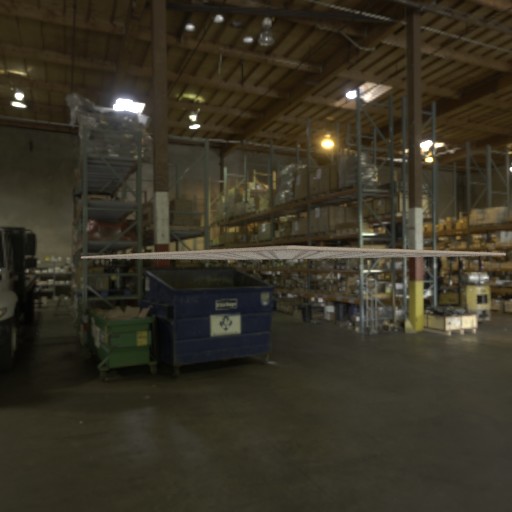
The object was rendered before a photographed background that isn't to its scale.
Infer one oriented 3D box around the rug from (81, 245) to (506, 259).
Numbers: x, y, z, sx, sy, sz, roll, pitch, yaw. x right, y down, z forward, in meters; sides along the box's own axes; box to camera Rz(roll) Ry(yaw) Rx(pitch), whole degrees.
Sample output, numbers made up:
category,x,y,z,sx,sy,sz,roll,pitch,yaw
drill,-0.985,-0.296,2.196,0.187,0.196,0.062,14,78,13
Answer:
category,x,y,z,sx,sy,sz,roll,pitch,yaw
rug,0.000,0.000,1.991,1.066,0.011,1.677,1,-1,-37
